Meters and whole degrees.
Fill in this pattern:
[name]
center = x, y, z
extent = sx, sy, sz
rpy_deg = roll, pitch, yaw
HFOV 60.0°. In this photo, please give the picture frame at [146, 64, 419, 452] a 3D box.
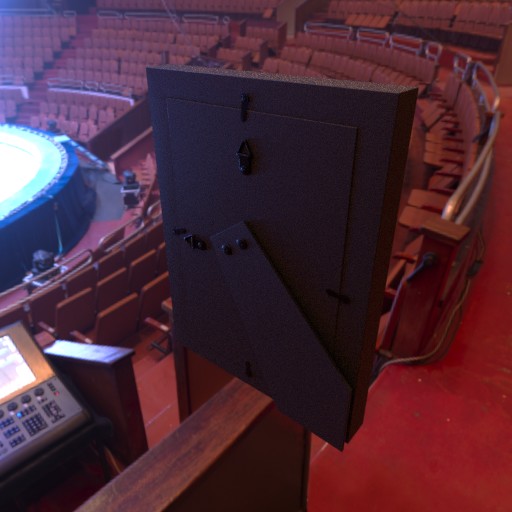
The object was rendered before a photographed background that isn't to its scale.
[picture frame]
center = 0.000, 0.000, 0.274
extent = 0.157, 0.208, 0.028
rpy_deg = 21, 35, 33
